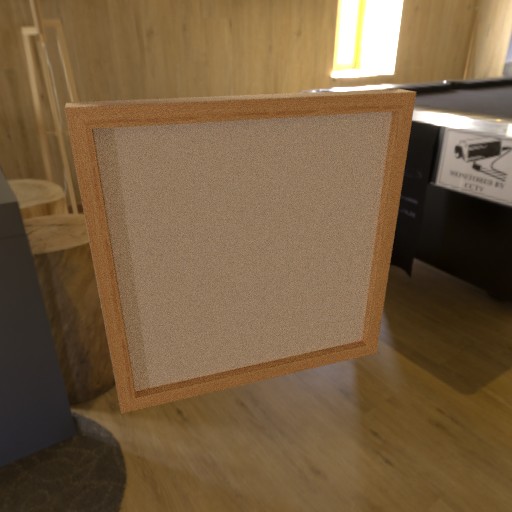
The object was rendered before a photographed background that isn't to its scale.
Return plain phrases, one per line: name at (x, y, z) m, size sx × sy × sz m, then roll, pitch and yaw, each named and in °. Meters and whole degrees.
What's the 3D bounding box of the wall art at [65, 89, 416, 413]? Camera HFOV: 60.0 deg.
wall art at (0.000, 0.000, 0.445) m, size 0.303 × 0.303 × 0.028 m, roll -9°, pitch 28°, yaw -17°
